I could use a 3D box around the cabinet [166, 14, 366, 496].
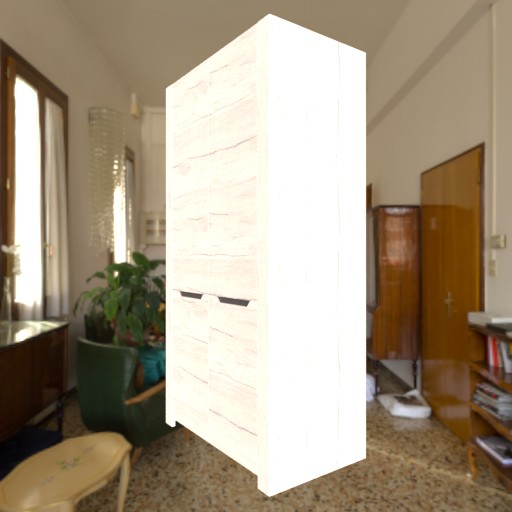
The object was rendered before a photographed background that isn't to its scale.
[{"bbox_3d":[0.000,0.000,2.330,0.580,1.930,0.980,0,0,-36],"label":"cabinet"}]
